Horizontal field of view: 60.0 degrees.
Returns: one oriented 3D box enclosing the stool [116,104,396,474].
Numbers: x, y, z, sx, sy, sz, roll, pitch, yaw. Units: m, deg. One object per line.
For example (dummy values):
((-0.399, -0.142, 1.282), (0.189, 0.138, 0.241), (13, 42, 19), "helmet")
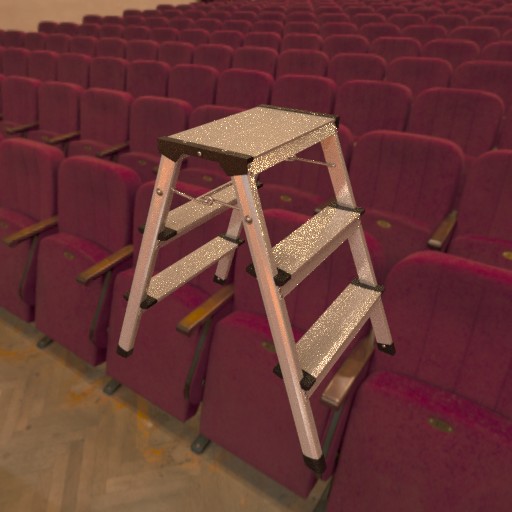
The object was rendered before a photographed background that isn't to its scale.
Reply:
((0.000, 0.000, 1.039), (0.622, 0.605, 0.437), (20, 36, 29), "stool")
